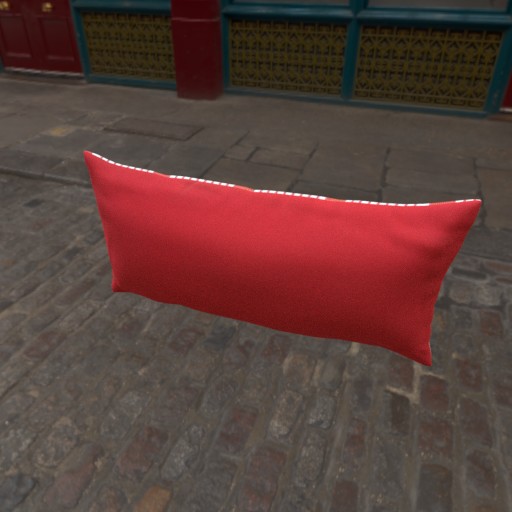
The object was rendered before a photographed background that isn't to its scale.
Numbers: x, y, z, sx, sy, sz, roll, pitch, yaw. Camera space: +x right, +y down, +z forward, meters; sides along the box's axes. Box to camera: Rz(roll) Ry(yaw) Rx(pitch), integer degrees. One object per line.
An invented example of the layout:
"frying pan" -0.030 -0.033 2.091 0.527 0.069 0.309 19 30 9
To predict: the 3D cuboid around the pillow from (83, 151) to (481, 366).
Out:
"pillow" 0.000 0.000 0.728 0.608 0.297 0.151 11 34 16
